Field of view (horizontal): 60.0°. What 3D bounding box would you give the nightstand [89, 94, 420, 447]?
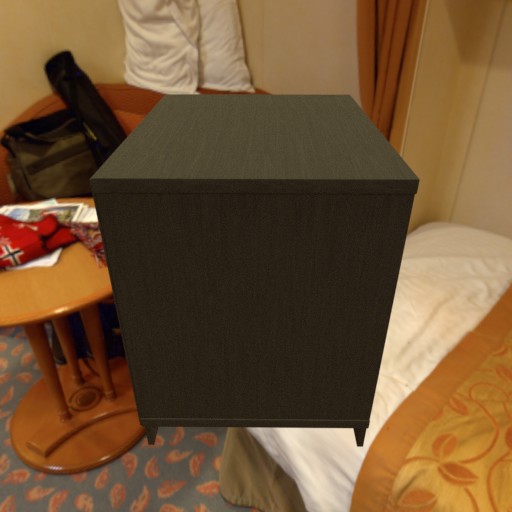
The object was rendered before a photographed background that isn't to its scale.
[{"bbox_3d":[0.000,0.000,0.762,0.347,0.448,0.427,0,31,0],"label":"nightstand"}]
